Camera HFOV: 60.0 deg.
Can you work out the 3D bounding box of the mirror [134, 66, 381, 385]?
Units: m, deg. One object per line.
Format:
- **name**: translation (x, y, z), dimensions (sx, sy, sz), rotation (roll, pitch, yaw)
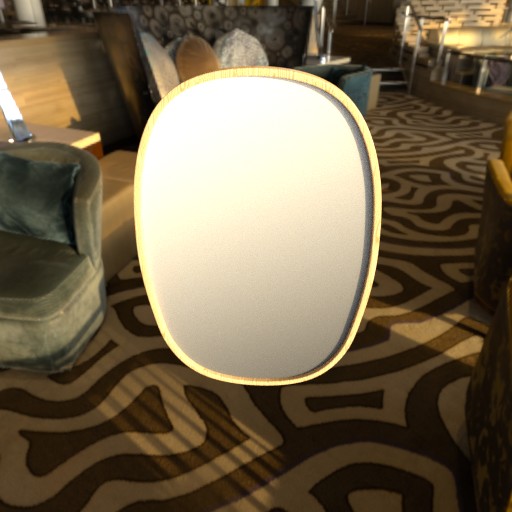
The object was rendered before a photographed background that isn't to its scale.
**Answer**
- **mirror**: translation (0.000, 0.000, 1.358), dimensions (0.724, 1.075, 0.037), rotation (2, 31, 3)
